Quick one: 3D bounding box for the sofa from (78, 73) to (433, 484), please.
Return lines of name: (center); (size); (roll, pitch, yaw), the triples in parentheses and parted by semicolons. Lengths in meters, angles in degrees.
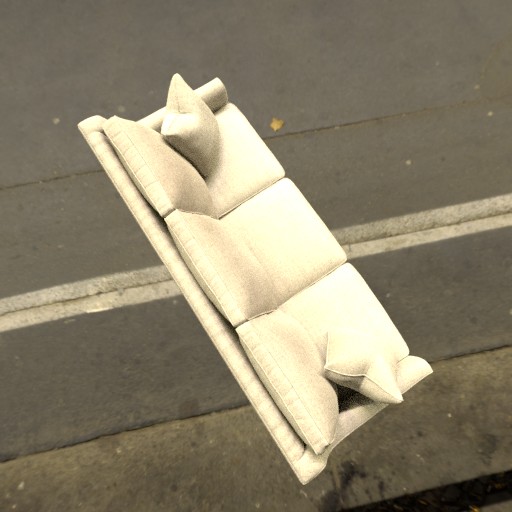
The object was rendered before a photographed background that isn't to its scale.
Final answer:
sofa: (0.000, 0.000, 2.442); (0.865, 0.914, 2.031); (-33, 78, -8)
